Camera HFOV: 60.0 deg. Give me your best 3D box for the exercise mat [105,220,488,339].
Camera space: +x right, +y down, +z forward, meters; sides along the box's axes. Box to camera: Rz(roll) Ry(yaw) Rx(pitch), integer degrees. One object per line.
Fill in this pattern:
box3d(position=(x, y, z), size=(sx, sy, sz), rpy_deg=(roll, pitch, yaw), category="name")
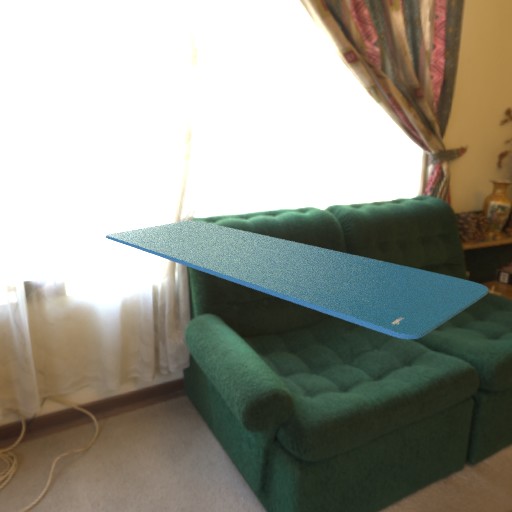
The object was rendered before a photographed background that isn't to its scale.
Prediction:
box3d(position=(0.000, 0.000, 2.070), size=(0.616, 0.021, 1.869), rpy_deg=(-15, 21, -43), category="exercise mat")
